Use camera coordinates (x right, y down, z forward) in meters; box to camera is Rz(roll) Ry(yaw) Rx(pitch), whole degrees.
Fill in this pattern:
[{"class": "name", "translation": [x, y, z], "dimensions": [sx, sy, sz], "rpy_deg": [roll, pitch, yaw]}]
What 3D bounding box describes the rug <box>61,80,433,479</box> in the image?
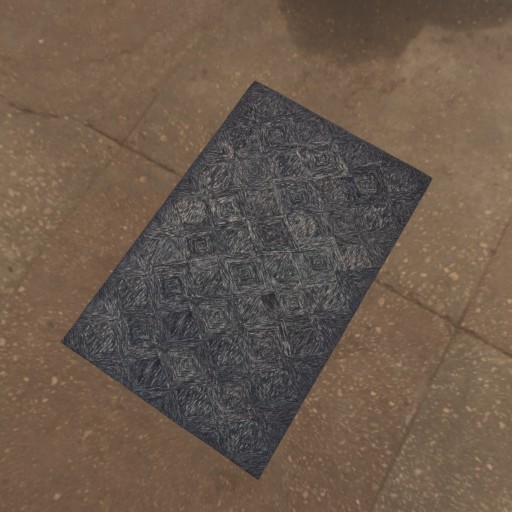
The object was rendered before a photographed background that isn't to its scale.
[{"class": "rug", "translation": [0.000, 0.000, 2.263], "dimensions": [1.139, 0.010, 1.754], "rpy_deg": [32, 77, 8]}]
